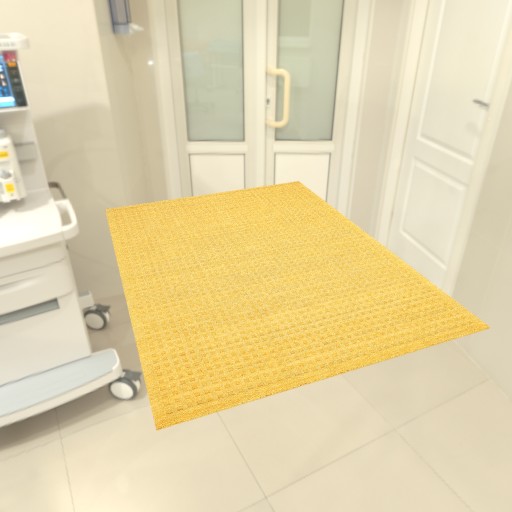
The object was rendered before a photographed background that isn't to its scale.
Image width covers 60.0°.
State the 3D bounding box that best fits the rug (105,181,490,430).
[{"bbox_3d":[0.000,0.000,4.221,2.486,0.015,3.242,-11,32,-18],"label":"rug"}]
